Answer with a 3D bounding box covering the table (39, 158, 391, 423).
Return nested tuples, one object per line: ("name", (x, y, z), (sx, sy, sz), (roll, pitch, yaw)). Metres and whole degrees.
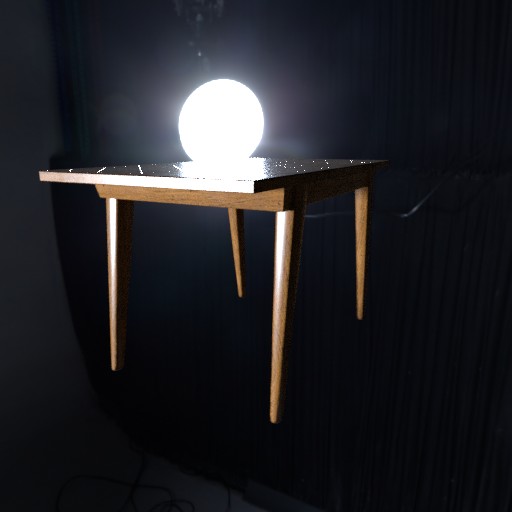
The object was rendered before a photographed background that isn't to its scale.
("table", (0.000, 0.000, 1.876), (0.757, 0.760, 1.400), (8, 16, 28))
